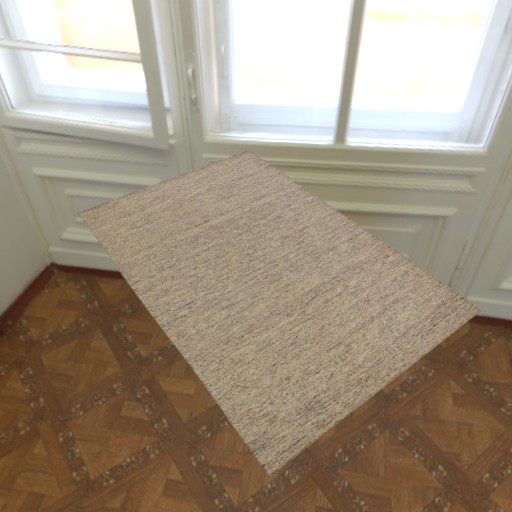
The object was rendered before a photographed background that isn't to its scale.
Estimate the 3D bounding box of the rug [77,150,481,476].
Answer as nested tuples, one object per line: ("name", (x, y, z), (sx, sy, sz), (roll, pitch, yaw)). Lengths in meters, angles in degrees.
("rug", (0.000, 0.000, 2.884), (1.547, 0.013, 2.283), (-27, 49, -26))
